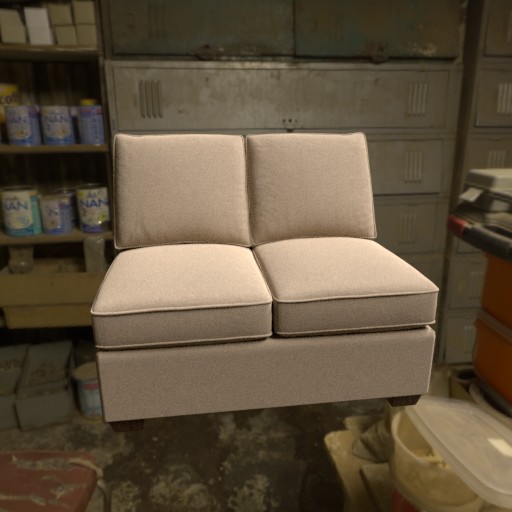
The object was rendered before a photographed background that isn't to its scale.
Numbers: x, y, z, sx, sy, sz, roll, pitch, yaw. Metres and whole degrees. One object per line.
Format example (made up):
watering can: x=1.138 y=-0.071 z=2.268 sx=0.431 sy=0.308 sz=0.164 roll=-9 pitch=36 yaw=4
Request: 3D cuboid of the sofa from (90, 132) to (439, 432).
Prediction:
sofa: x=0.000 y=0.000 z=1.923 sx=1.237 sy=1.008 sz=0.951 roll=-2 pitch=17 yaw=-8
